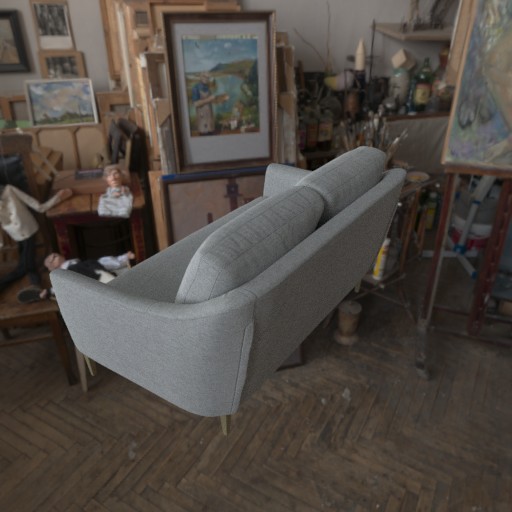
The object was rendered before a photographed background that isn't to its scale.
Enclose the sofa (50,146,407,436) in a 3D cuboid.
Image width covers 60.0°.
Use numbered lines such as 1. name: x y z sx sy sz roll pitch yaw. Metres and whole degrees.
1. sofa: 0.000 0.000 2.203 0.960 0.904 1.619 21 37 30
